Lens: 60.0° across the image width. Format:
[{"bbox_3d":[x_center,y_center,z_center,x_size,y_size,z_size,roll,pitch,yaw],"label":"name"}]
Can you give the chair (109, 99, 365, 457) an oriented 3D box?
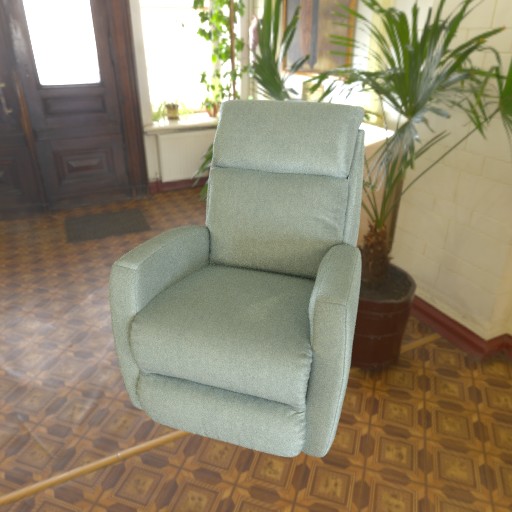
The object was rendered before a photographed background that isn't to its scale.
[{"bbox_3d":[0.000,0.000,1.662,0.812,1.013,0.940,8,28,16],"label":"chair"}]
